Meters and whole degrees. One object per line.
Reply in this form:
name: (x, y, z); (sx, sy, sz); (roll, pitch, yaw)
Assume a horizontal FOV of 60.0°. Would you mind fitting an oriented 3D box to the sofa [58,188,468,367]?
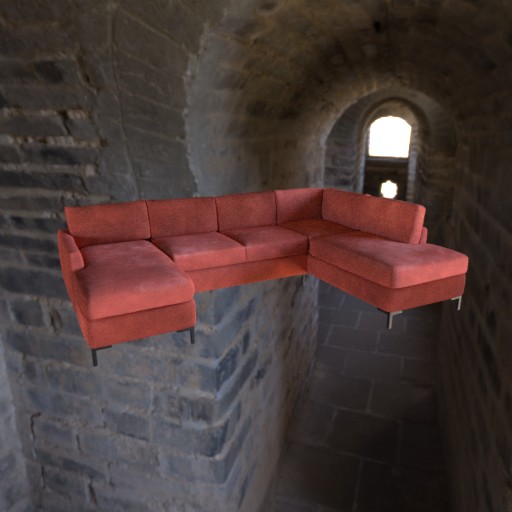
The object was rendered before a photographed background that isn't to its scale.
sofa: (0.000, 0.000, 3.802); (2.971, 0.858, 1.981); (-8, 18, -27)
